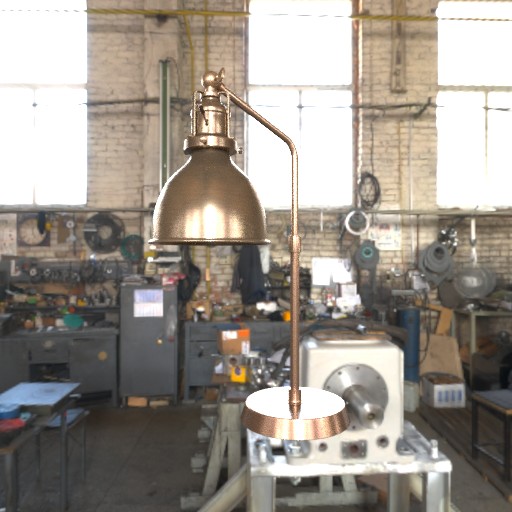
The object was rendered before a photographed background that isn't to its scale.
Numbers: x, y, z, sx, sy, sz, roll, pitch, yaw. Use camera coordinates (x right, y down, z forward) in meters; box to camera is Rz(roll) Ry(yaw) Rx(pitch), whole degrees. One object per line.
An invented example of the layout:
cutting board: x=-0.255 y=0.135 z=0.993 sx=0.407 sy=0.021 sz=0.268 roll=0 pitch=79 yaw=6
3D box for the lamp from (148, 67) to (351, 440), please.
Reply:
lamp: x=0.000 y=0.000 z=0.586 sx=0.286 sy=0.456 sz=0.153 roll=0 pitch=0 yaw=-35
